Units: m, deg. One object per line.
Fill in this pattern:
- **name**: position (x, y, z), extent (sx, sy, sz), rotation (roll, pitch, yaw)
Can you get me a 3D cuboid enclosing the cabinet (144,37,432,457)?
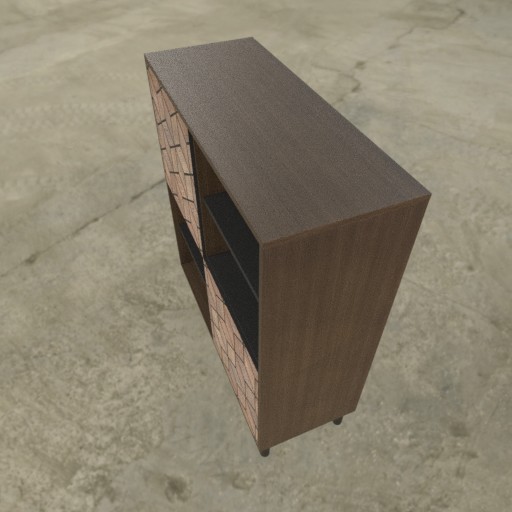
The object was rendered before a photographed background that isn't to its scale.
- **cabinet**: position (0.000, 0.000, 1.647), extent (0.400, 1.170, 1.010), rotation (-17, 48, -16)
